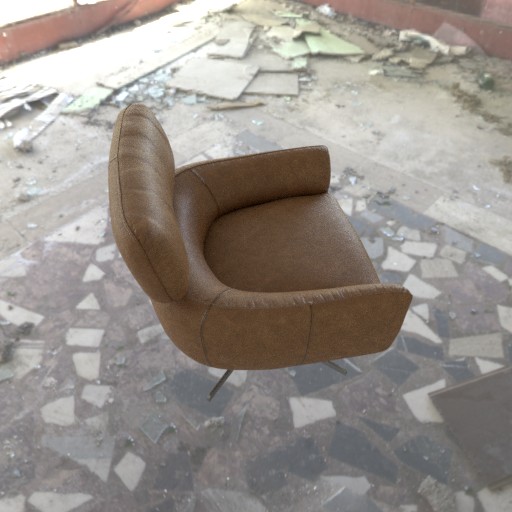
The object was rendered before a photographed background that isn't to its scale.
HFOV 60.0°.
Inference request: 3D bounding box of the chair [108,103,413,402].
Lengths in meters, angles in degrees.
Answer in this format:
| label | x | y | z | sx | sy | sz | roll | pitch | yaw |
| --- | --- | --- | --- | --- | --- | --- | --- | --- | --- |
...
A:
| label | x | y | z | sx | sy | sz | roll | pitch | yaw |
| --- | --- | --- | --- | --- | --- | --- | --- | --- | --- |
| chair | 0.000 | 0.000 | 1.351 | 0.715 | 0.812 | 0.706 | -9 | 47 | -8 |
